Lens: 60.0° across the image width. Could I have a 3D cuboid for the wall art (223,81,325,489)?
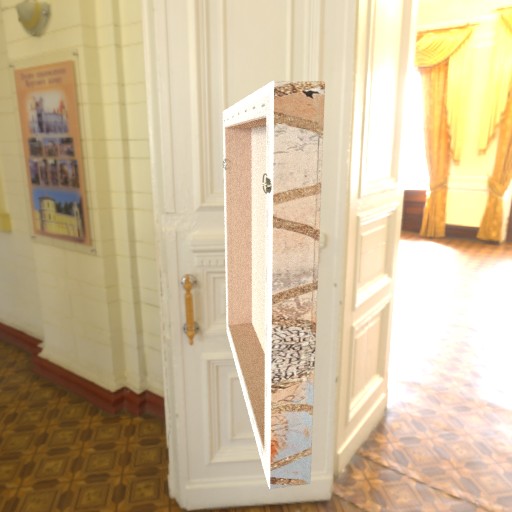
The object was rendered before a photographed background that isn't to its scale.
[{"bbox_3d":[0.000,0.000,0.458,0.036,0.304,0.303,-3,15,-10],"label":"wall art"}]
